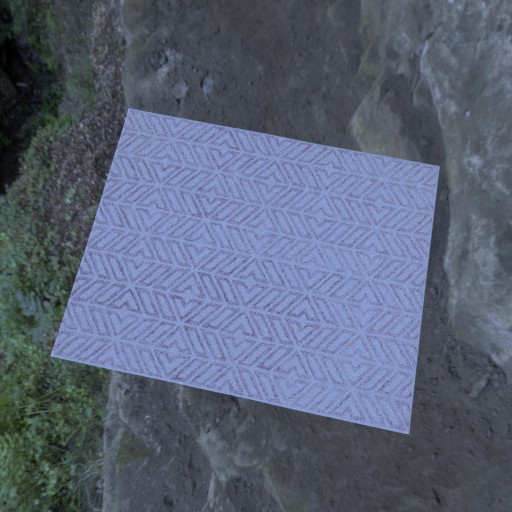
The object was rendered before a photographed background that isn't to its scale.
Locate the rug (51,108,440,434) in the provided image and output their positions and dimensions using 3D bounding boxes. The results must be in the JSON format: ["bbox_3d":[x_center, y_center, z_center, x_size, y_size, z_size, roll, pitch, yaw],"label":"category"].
[{"bbox_3d":[0.000,0.000,3.968,3.045,0.008,2.421,11,76,3],"label":"rug"}]
